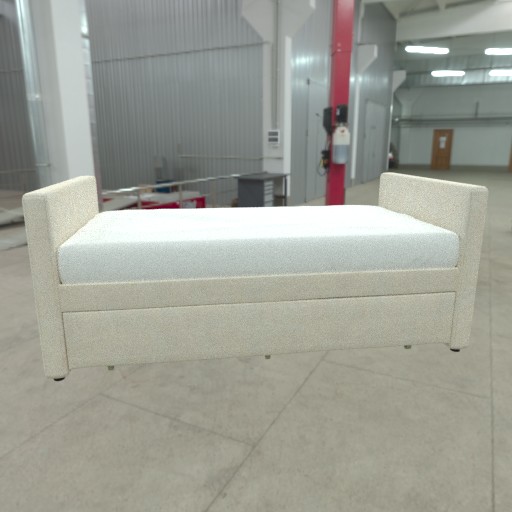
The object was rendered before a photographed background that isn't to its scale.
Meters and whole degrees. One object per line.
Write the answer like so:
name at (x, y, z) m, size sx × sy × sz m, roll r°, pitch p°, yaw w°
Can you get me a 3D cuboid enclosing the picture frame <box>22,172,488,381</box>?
picture frame at (0.000, 0.000, 2.631) m, size 2.161 × 0.891 × 1.069 m, roll -2°, pitch 15°, yaw -8°
